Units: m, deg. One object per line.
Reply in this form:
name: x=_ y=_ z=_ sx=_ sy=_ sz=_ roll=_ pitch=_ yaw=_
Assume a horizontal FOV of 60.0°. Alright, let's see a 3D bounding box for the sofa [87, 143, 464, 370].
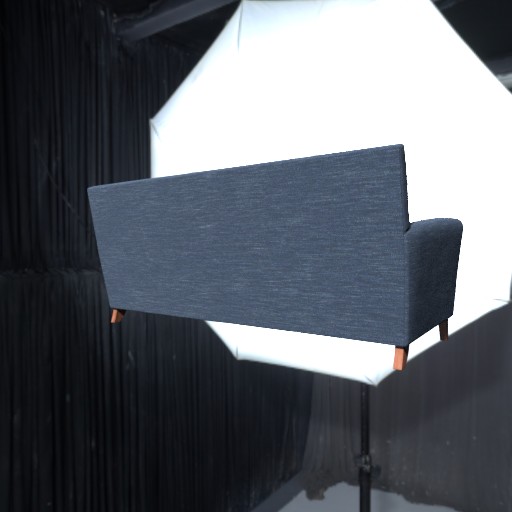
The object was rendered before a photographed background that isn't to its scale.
sofa: x=0.000 y=0.000 z=2.474 sx=1.976 sy=0.846 sz=0.875 roll=1 pitch=1 yaw=37
